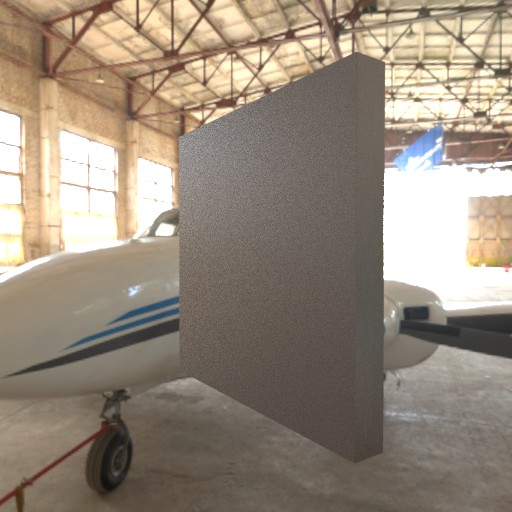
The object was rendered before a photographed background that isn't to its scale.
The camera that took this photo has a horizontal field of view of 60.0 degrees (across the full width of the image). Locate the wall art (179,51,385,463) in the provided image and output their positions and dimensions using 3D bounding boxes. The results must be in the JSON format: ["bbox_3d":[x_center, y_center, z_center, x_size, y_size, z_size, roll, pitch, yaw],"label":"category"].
[{"bbox_3d":[0.000,0.000,0.530,0.038,0.350,0.350,-1,1,-35],"label":"wall art"}]
